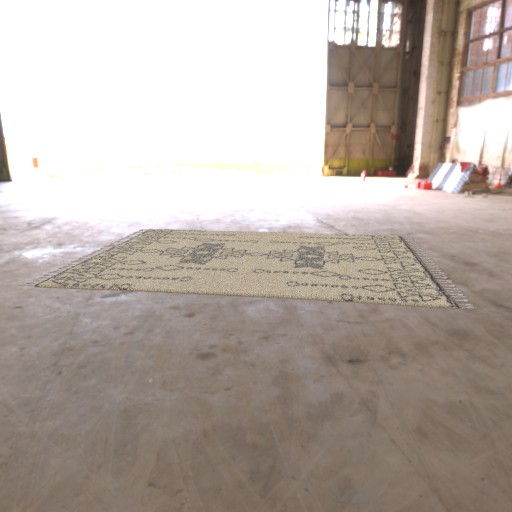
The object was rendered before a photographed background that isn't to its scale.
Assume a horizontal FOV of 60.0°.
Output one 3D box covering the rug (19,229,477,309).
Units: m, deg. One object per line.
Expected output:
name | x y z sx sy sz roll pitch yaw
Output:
rug | 0.000 0.000 3.877 3.027 0.028 2.125 2 14 8
